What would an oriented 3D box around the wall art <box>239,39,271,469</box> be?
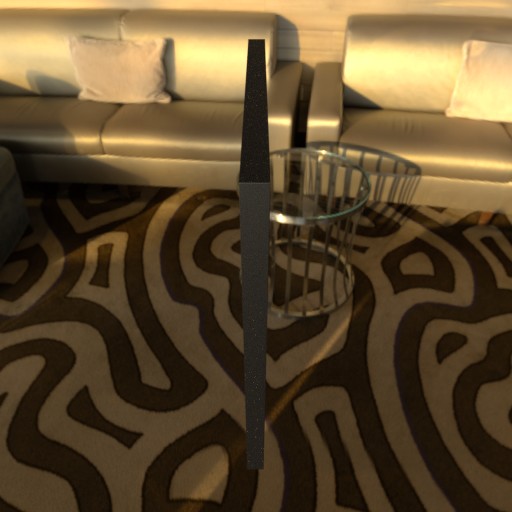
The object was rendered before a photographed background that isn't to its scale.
[{"bbox_3d":[0.000,0.000,0.742,0.028,0.557,0.457,0,40,0],"label":"wall art"}]
